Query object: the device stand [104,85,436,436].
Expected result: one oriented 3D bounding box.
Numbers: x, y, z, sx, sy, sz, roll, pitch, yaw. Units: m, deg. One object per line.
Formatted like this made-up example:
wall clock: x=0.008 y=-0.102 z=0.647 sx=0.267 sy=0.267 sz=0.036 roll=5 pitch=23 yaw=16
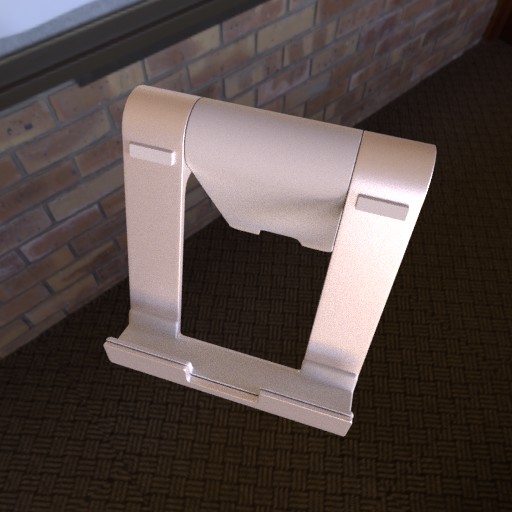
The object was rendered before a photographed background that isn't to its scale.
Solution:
device stand: x=0.000 y=0.000 z=0.147 sx=0.086 sy=0.084 sz=0.079 roll=15 pitch=59 yaw=9
